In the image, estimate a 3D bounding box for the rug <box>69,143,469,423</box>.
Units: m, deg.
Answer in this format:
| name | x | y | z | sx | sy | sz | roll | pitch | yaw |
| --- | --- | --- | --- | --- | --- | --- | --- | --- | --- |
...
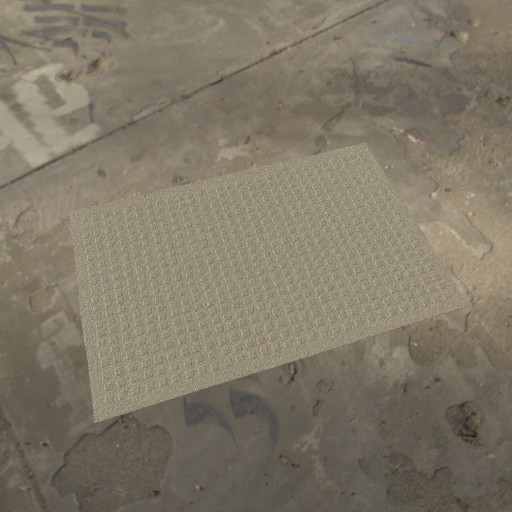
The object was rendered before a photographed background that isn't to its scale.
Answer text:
| name | x | y | z | sx | sy | sz | roll | pitch | yaw |
| --- | --- | --- | --- | --- | --- | --- | --- | --- | --- |
| rug | 0.000 | 0.000 | 2.235 | 1.747 | 0.006 | 1.143 | -15 | 59 | -9 |
